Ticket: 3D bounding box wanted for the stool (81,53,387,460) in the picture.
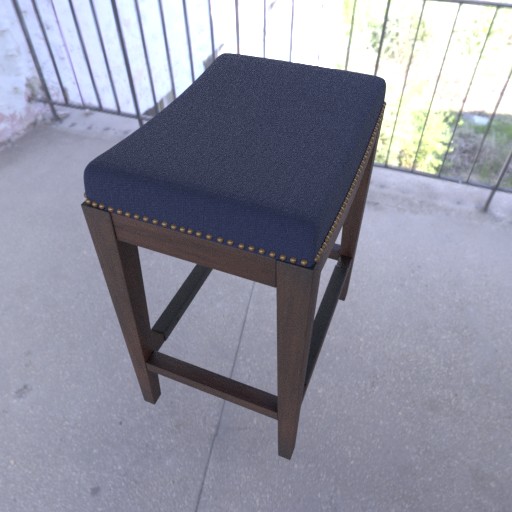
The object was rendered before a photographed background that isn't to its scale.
[{"bbox_3d":[0.000,0.000,0.931,0.361,0.642,0.500,16,47,15],"label":"stool"}]
